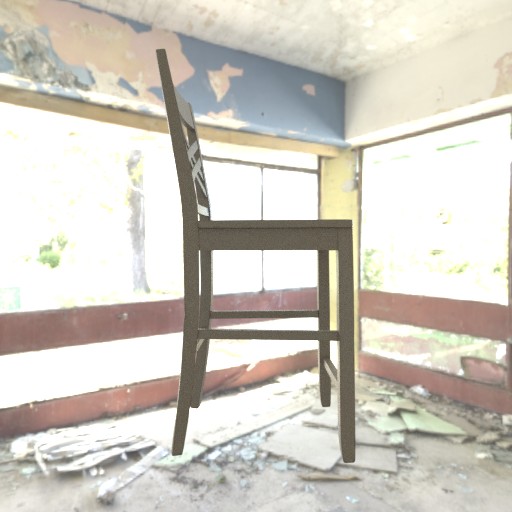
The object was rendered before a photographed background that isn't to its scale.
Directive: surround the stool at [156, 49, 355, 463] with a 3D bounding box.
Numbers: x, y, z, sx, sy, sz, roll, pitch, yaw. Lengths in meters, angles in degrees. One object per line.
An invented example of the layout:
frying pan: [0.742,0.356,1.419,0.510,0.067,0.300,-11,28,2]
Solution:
stool: [0.000,0.000,1.376,0.539,1.079,0.462,0,1,0]
